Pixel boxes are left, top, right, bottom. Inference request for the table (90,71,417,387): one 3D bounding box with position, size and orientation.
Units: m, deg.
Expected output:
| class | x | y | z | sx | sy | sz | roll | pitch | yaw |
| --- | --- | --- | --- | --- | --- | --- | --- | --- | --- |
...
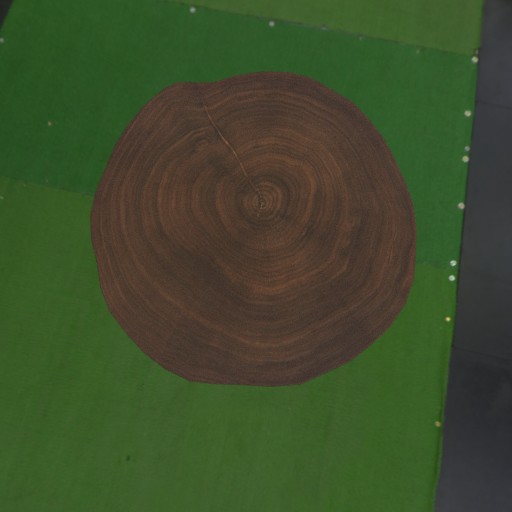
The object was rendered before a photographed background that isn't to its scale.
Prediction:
| class | x | y | z | sx | sy | sz | roll | pitch | yaw |
| --- | --- | --- | --- | --- | --- | --- | --- | --- | --- |
| table | 0.000 | 0.000 | 0.874 | 0.477 | 0.476 | 0.494 | 14 | 76 | 4 |
